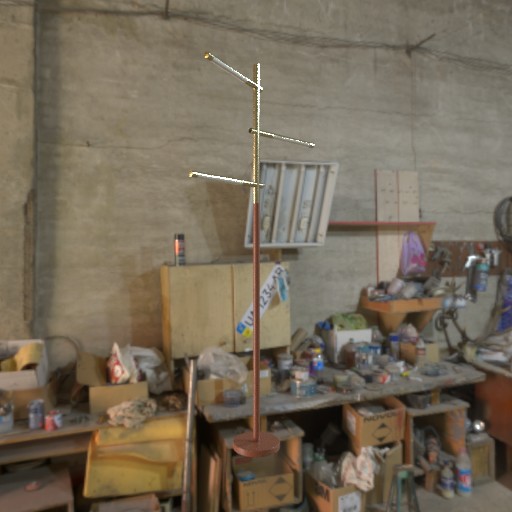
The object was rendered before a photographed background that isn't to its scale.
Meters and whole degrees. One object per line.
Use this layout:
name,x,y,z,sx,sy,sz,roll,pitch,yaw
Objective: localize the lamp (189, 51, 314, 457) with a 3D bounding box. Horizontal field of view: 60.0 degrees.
lamp,0.000,0.000,1.976,0.209,1.704,0.737,0,0,35
